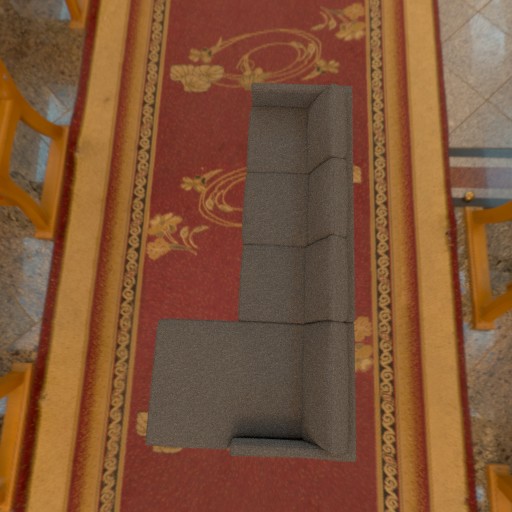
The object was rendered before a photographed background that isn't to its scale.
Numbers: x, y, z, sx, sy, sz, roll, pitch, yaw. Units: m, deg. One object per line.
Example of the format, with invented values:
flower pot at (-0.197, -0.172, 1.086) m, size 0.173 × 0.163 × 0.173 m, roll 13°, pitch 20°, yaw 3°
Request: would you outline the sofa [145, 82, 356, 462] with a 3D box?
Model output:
sofa at (0.000, 0.000, 3.882) m, size 1.625 × 0.846 × 3.186 m, roll 3°, pitch 75°, yaw 1°
